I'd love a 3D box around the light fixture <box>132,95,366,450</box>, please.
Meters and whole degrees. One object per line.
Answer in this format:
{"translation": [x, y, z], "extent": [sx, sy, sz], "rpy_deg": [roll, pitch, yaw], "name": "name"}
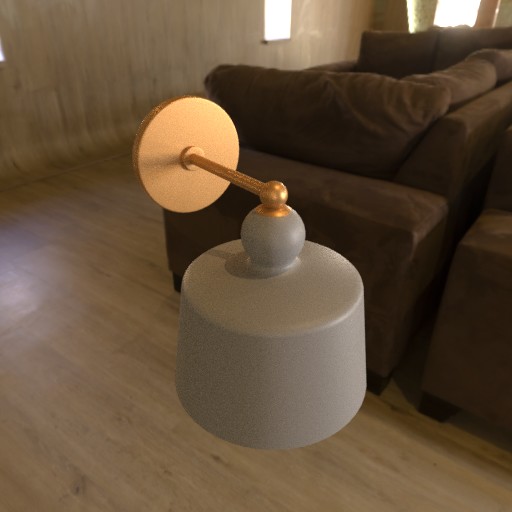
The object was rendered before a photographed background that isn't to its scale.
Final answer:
{"translation": [0.000, 0.000, 0.436], "extent": [0.204, 0.268, 0.254], "rpy_deg": [-21, 35, -32], "name": "light fixture"}
